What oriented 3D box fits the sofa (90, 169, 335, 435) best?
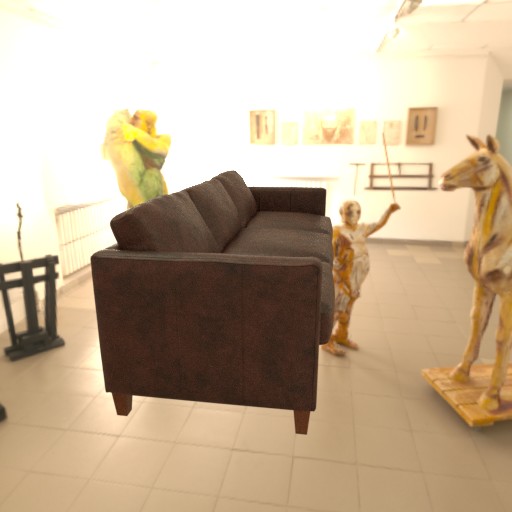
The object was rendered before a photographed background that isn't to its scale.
[{"bbox_3d":[0.000,0.000,3.023,1.045,1.006,2.464,2,16,9],"label":"sofa"}]
